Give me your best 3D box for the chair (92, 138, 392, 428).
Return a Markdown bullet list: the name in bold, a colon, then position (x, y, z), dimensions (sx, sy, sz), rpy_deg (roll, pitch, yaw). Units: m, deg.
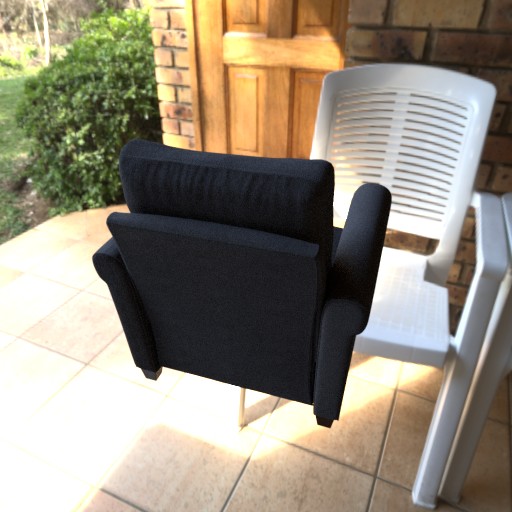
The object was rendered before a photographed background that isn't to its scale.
- **chair**: position (0.000, 0.000, 1.603), dimensions (0.867, 0.942, 0.828), rpy_deg (10, 33, 16)
